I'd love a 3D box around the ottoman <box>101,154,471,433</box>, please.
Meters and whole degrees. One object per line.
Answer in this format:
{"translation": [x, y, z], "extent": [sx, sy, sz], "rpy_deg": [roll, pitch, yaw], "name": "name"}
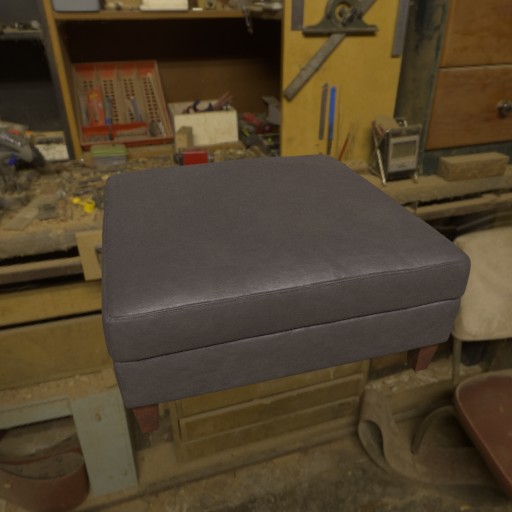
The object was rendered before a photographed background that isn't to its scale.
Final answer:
{"translation": [0.000, 0.000, 1.324], "extent": [0.844, 0.415, 0.836], "rpy_deg": [-8, 31, -14], "name": "ottoman"}
